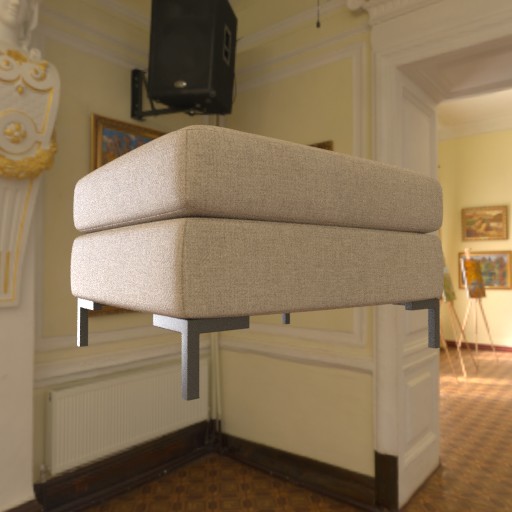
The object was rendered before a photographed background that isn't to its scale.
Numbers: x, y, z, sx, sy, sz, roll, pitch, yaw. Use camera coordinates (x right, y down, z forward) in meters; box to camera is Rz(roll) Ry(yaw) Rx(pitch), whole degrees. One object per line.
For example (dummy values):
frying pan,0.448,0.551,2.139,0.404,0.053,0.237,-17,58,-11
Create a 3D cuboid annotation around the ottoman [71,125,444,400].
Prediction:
ottoman,0.000,0.000,1.206,0.820,0.490,0.671,1,-1,-38
